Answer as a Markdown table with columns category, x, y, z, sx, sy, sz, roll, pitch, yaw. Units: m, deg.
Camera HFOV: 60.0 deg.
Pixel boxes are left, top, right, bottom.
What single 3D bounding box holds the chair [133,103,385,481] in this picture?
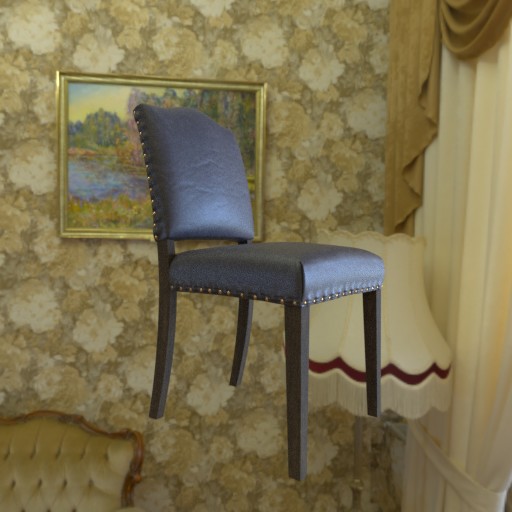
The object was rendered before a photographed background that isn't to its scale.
| category | x | y | z | sx | sy | sz | roll | pitch | yaw |
| --- | --- | --- | --- | --- | --- | --- | --- | --- | --- |
| chair | 0.000 | 0.000 | 1.356 | 0.633 | 0.991 | 0.500 | 1 | 2 | 37 |
